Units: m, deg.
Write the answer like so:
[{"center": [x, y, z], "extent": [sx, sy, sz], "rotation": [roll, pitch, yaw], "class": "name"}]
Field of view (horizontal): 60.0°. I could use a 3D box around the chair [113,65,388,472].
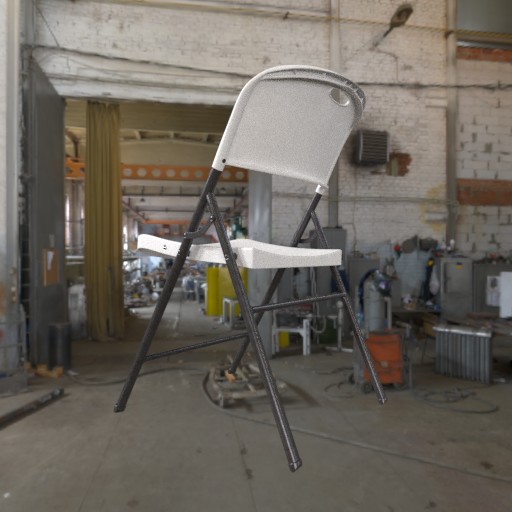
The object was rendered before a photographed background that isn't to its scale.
[{"center": [0.000, 0.000, 1.180], "extent": [0.566, 0.810, 0.494], "rotation": [0, 0, 36], "class": "chair"}]
